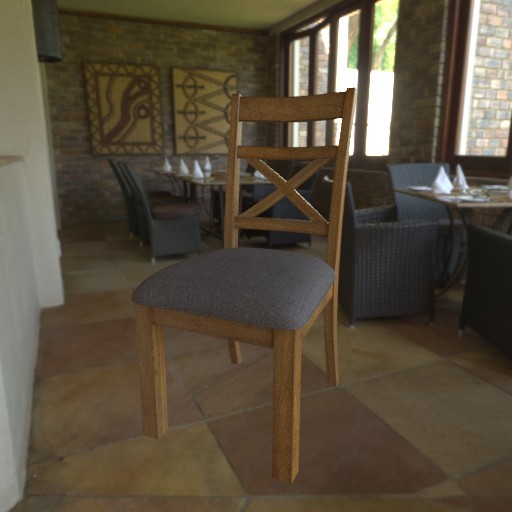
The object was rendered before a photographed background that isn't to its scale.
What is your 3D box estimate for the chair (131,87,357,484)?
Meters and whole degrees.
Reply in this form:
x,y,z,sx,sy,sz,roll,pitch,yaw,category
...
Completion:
x,y,z,sx,sy,sz,roll,pitch,yaw,category
0.000,0.000,1.269,0.470,0.949,0.581,6,15,24,chair
